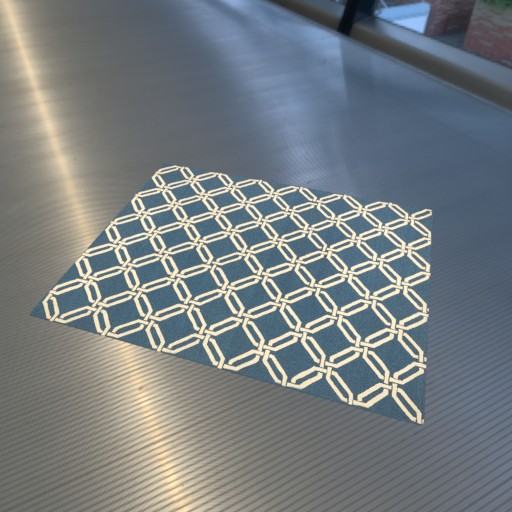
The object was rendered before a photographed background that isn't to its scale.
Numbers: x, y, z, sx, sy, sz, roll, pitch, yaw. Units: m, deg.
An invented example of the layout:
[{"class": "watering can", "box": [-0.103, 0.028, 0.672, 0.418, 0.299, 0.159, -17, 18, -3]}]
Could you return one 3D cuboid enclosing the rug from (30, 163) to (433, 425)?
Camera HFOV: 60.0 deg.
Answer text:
[{"class": "rug", "box": [0.000, 0.000, 3.796, 2.867, 0.020, 2.277, 12, 44, 13]}]
